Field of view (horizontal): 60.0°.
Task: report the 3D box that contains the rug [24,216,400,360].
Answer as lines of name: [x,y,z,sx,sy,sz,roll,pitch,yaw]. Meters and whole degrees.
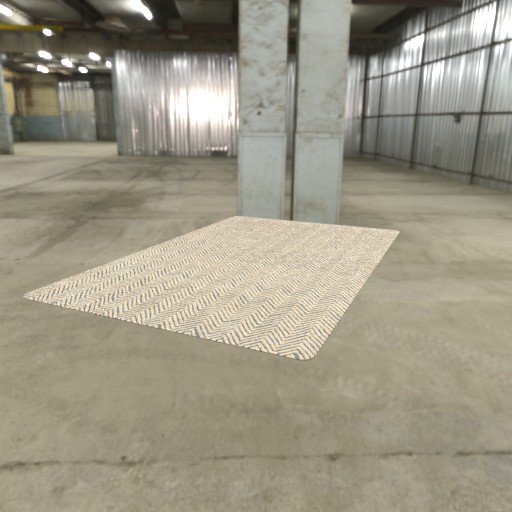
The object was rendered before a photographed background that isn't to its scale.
rug: [0.000,0.000,2.191,1.144,0.008,1.752,7,18,24]
